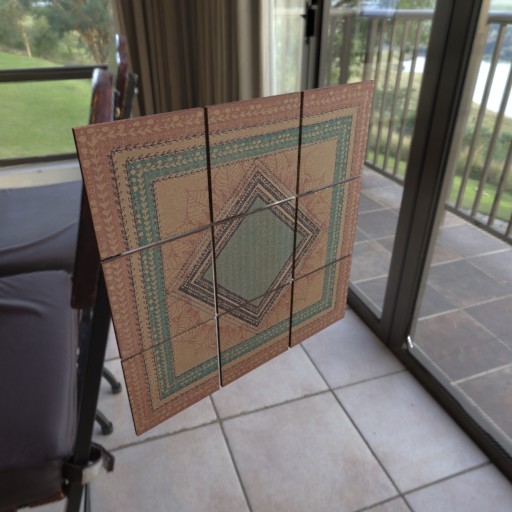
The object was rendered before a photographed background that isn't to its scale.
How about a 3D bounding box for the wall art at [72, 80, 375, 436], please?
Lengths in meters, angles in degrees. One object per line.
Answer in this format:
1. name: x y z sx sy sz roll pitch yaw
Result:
1. wall art: 0.000 0.000 1.343 0.915 0.914 0.013 -22 37 -32
